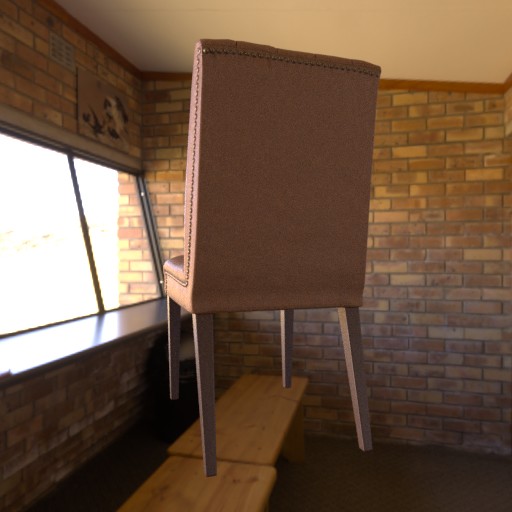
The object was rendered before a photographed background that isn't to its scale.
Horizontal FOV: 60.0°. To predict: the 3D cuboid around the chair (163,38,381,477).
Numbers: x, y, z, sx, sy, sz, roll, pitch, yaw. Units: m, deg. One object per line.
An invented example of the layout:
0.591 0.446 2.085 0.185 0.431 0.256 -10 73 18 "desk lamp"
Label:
0.000 0.000 1.371 0.511 1.016 0.647 0 1 -18 "chair"
